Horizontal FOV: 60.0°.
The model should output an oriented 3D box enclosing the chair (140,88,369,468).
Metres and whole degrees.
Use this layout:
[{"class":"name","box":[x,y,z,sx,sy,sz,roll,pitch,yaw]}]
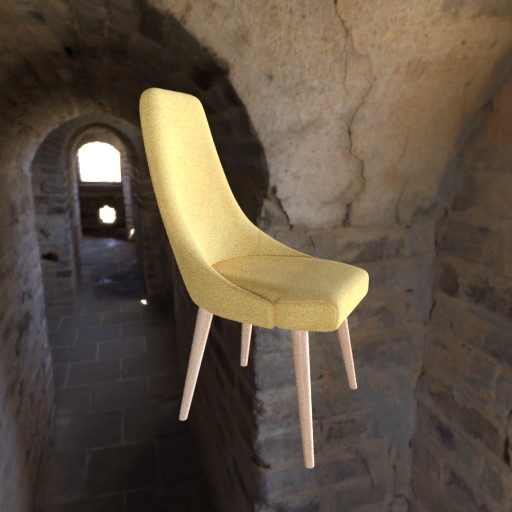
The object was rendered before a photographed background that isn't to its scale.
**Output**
[{"class":"chair","box":[0.000,0.000,1.430,0.660,1.040,0.510,7,15,26]}]
